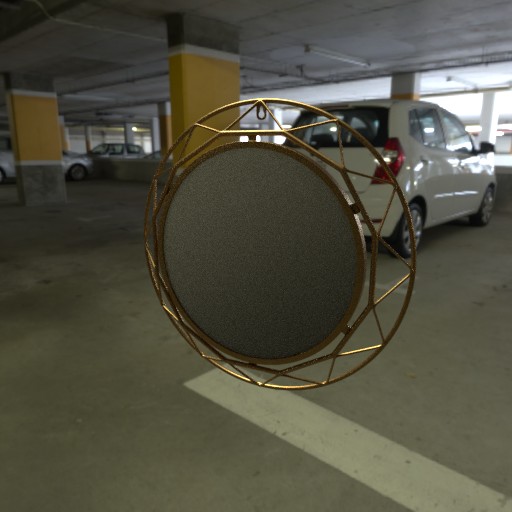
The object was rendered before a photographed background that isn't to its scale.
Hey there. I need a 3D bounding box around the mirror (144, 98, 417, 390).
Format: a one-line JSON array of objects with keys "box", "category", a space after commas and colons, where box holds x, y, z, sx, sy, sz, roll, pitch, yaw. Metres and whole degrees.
[{"box": [0.000, 0.000, 0.668, 0.454, 0.454, 0.043, 6, 15, 25], "category": "mirror"}]
